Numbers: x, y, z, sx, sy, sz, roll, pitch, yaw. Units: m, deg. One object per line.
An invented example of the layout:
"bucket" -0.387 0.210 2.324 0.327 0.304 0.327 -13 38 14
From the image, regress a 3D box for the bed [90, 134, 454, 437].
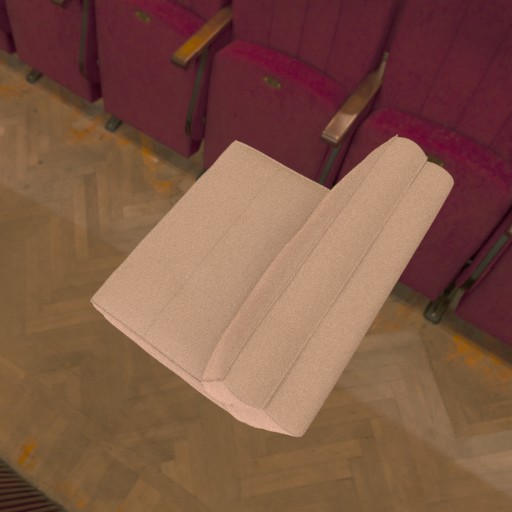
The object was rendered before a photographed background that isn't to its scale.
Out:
"bed" 0.000 0.000 1.328 0.749 0.614 0.799 32 68 14
